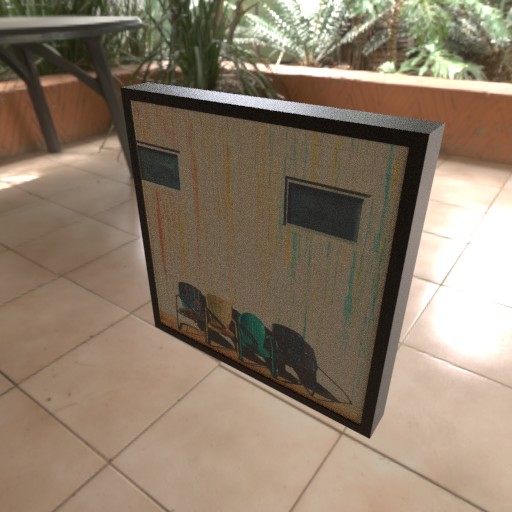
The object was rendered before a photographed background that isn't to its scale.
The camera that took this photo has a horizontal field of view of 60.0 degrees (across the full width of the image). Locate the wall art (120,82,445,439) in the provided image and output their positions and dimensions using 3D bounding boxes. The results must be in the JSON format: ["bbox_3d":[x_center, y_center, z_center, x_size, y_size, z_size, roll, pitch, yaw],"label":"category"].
[{"bbox_3d":[0.000,0.000,0.454,0.304,0.304,0.038,19,35,30],"label":"wall art"}]
